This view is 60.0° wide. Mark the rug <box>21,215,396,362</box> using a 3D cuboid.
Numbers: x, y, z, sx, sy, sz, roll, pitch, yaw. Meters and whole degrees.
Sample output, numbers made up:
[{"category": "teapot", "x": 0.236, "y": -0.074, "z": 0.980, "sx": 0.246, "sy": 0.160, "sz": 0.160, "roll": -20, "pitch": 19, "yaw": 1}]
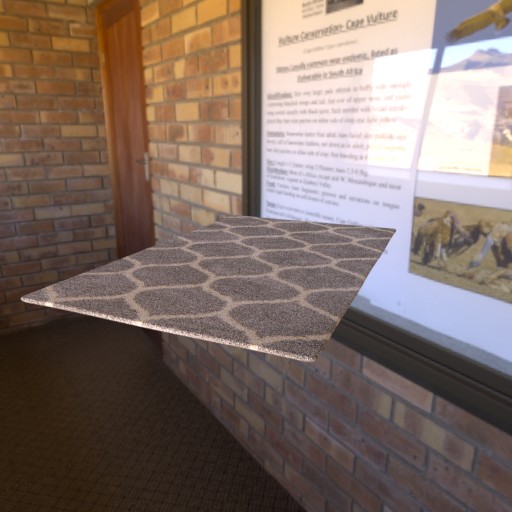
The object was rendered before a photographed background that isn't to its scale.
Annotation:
[{"category": "rug", "x": 0.000, "y": 0.000, "z": 2.913, "sx": 1.501, "sy": 0.025, "sz": 2.348, "roll": 7, "pitch": 17, "yaw": 23}]
